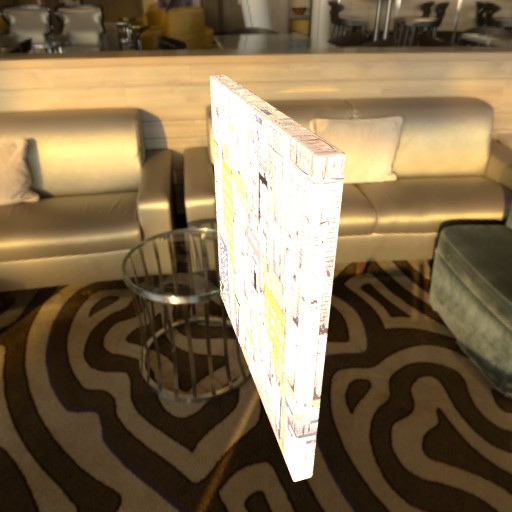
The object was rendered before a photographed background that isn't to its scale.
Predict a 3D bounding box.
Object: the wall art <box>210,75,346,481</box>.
[{"bbox_3d":[0.000,0.000,0.905,0.038,0.608,0.607,-9,32,-14],"label":"wall art"}]
